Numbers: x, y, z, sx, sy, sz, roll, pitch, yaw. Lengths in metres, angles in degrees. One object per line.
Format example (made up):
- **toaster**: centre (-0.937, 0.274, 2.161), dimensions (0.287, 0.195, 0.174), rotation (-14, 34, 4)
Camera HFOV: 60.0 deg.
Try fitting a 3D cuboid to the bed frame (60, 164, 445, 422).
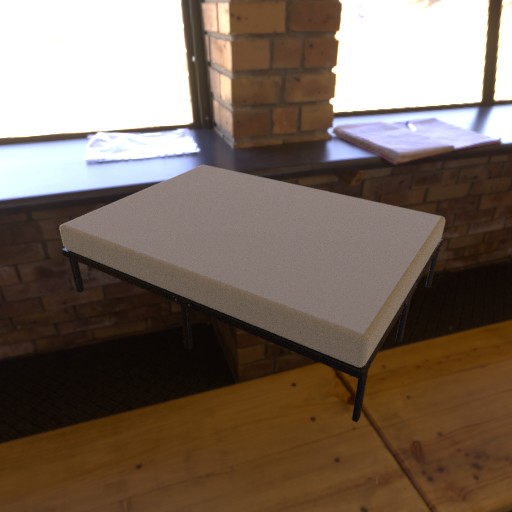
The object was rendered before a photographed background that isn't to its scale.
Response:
- **bed frame**: centre (0.000, 0.000, 3.818), dimensions (2.842, 0.680, 2.205), rotation (22, 37, 34)
